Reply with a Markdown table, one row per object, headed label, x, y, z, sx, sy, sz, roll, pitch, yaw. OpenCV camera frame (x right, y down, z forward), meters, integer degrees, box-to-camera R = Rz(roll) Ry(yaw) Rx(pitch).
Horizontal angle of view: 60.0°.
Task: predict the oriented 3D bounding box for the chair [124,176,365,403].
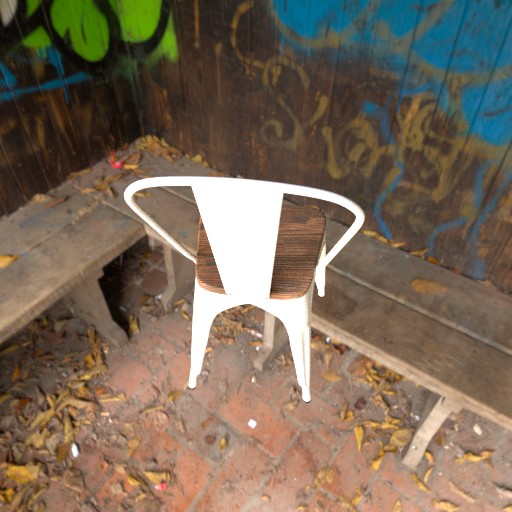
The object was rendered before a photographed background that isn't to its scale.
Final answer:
| label | x | y | z | sx | sy | sz | roll | pitch | yaw |
| --- | --- | --- | --- | --- | --- | --- | --- | --- | --- |
| chair | 0.000 | 0.000 | 1.193 | 0.452 | 0.851 | 0.521 | 5 | 45 | 5 |
